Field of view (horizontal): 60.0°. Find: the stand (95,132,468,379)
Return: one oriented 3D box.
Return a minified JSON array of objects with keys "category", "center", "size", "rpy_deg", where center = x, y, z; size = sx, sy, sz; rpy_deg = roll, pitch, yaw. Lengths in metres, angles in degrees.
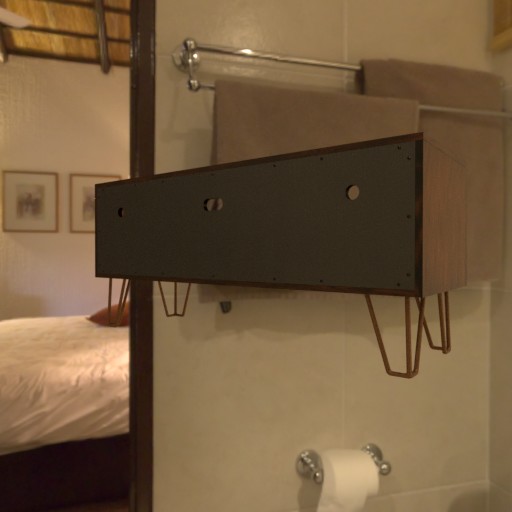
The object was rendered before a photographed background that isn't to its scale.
[{"category":"stand","center":[0.000,0.000,1.671],"size":[1.372,0.610,0.481],"rpy_deg":[0,1,37]}]
